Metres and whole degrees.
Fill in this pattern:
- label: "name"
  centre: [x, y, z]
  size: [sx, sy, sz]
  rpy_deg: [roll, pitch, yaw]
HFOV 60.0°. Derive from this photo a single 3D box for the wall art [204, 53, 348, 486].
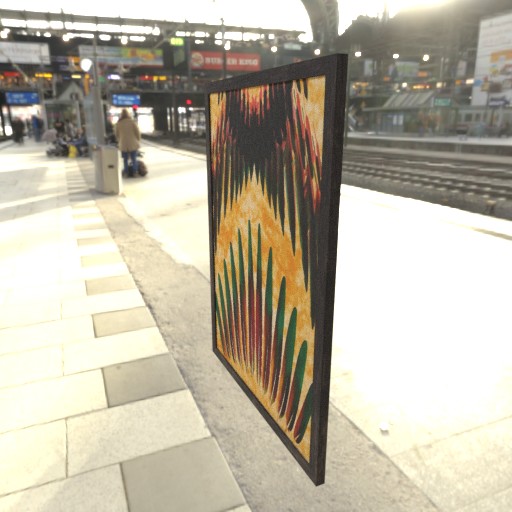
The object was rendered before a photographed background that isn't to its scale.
- label: "wall art"
  centre: [0.000, 0.000, 1.390]
  size: [0.029, 1.066, 0.812]
  rpy_deg: [-8, 19, -24]
